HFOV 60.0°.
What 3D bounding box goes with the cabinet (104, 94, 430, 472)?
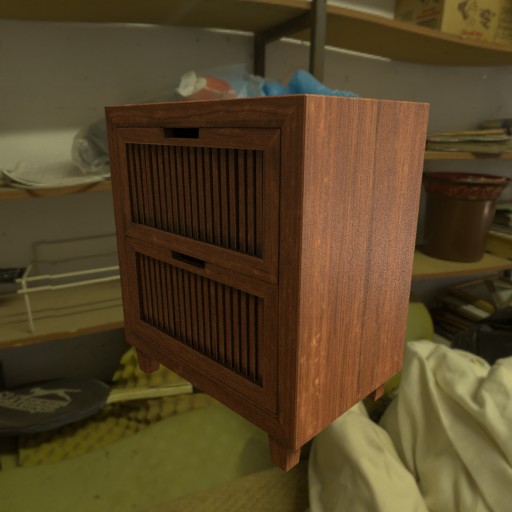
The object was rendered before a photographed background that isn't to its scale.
[{"bbox_3d":[0.000,0.000,1.075,0.410,0.695,0.607,-16,23,-43],"label":"cabinet"}]
